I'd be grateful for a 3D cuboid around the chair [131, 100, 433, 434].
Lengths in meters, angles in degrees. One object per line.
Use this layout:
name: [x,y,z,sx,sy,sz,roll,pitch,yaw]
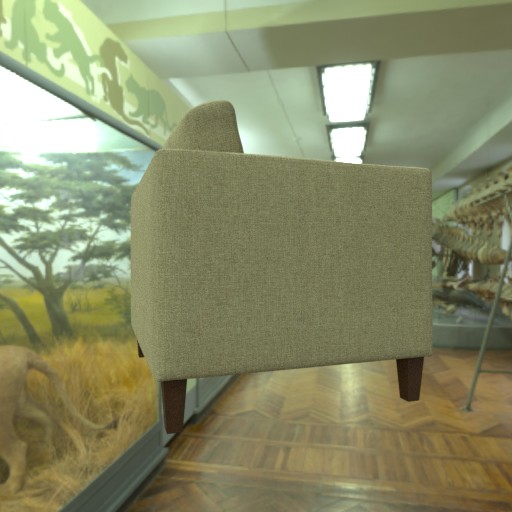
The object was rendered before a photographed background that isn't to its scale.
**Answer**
chair: [0.000,0.000,1.846,0.959,0.987,1.107,0,0,-19]
